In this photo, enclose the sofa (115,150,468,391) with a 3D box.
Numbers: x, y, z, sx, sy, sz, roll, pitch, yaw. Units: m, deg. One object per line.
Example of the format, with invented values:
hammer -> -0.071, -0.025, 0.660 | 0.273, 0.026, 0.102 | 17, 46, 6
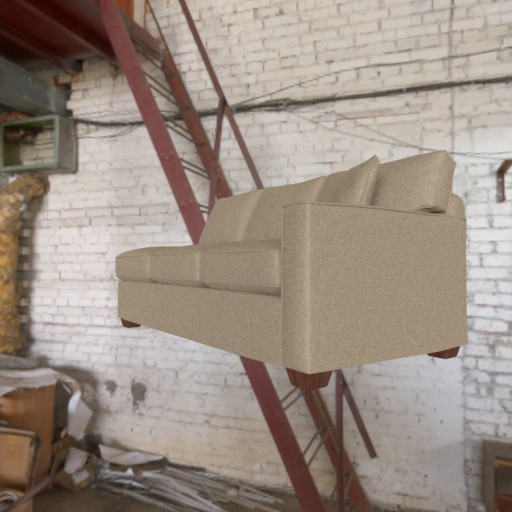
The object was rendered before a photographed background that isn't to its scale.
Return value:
sofa -> 0.000, 0.000, 2.539 | 1.034, 0.946, 1.963 | 1, -1, -36
